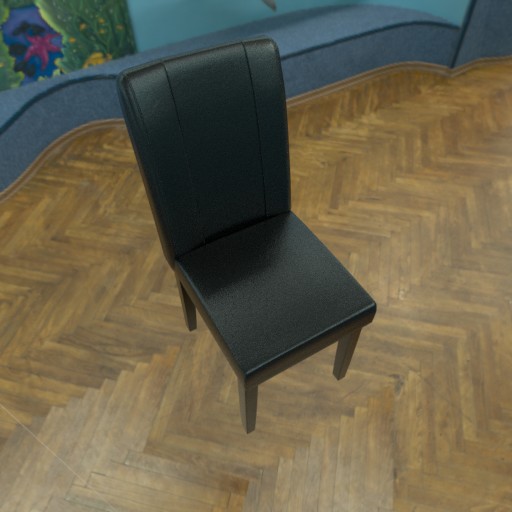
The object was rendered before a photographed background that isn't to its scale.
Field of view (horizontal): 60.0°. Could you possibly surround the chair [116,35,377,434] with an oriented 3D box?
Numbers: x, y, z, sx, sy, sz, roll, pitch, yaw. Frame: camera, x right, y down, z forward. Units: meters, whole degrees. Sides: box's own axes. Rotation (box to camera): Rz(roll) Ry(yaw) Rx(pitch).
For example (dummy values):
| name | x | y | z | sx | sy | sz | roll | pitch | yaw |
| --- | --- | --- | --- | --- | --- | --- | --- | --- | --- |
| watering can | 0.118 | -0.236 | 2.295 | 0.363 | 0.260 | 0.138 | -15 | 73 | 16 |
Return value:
| name | x | y | z | sx | sy | sz | roll | pitch | yaw |
| --- | --- | --- | --- | --- | --- | --- | --- | --- | --- |
| chair | 0.000 | 0.000 | 1.184 | 0.399 | 0.897 | 0.556 | -24 | 53 | -19 |
